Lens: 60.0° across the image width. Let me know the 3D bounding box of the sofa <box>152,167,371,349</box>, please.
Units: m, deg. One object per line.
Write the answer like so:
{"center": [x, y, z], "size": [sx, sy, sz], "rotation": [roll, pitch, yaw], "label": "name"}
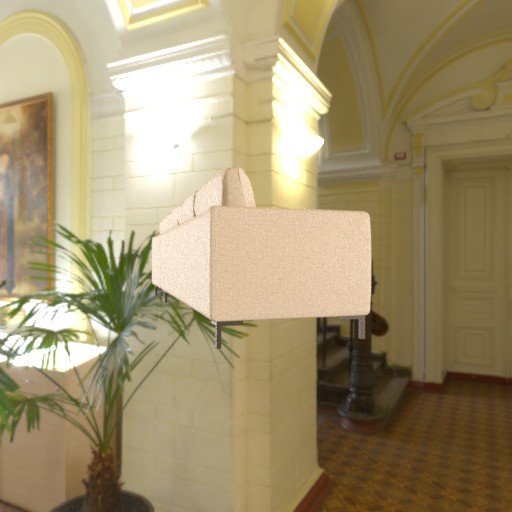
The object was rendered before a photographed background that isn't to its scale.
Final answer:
{"center": [0.000, 0.000, 3.212], "size": [1.258, 0.755, 2.731], "rotation": [0, 0, -18], "label": "sofa"}
